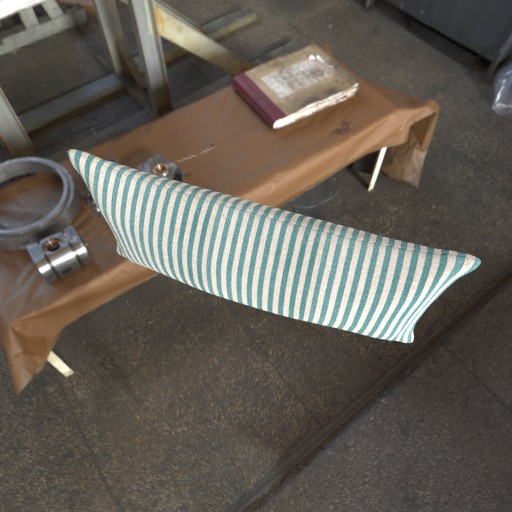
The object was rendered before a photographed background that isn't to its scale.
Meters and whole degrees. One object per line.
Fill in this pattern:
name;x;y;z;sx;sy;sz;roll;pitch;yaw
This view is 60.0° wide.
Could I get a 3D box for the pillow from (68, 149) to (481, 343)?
pillow;0.000;0.000;0.749;0.617;0.295;0.151;16;59;10
